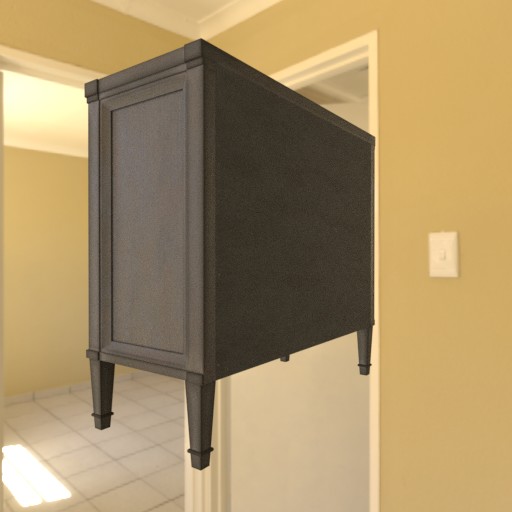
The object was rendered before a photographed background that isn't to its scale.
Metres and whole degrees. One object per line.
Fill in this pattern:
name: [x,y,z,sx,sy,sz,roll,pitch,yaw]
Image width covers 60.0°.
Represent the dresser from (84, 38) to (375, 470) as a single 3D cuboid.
dresser: [0.000,0.000,1.557,0.463,0.986,1.049,0,0,36]
